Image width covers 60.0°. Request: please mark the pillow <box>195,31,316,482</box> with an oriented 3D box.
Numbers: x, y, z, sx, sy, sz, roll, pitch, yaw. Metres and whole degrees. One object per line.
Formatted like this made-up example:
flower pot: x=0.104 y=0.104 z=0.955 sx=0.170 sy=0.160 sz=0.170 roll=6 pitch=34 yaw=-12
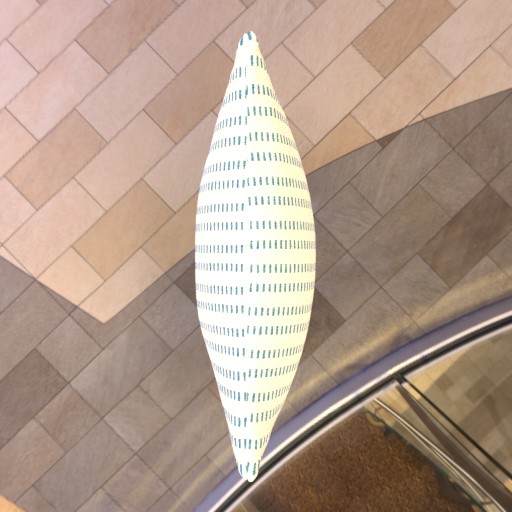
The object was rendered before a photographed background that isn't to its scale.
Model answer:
pillow: x=0.000 y=0.000 z=0.789 sx=0.210 sy=0.353 sz=0.640 roll=0 pitch=91 yaw=1
